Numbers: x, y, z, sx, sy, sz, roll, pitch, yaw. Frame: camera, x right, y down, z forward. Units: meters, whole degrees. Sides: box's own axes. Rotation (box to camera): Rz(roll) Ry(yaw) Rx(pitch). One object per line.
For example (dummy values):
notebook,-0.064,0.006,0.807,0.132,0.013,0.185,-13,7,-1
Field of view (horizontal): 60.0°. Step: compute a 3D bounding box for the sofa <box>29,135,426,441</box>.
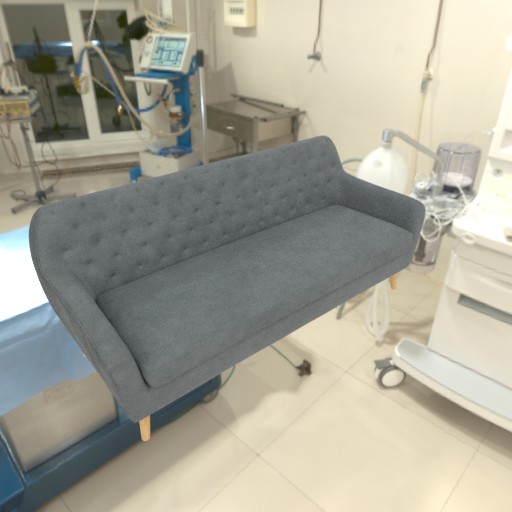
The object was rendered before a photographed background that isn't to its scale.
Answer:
sofa,0.000,0.000,2.352,1.975,0.832,0.841,-23,37,-33
